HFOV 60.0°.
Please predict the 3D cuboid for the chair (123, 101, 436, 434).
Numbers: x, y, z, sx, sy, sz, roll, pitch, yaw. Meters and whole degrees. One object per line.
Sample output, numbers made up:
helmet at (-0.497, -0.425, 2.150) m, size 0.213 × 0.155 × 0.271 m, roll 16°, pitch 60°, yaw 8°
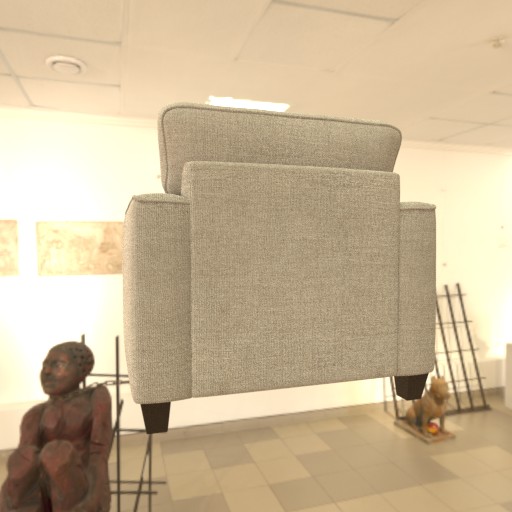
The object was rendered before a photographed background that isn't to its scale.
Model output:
chair at (0.000, 0.000, 1.769) m, size 1.015 × 0.965 × 0.939 m, roll -1°, pitch 2°, yaw -18°
